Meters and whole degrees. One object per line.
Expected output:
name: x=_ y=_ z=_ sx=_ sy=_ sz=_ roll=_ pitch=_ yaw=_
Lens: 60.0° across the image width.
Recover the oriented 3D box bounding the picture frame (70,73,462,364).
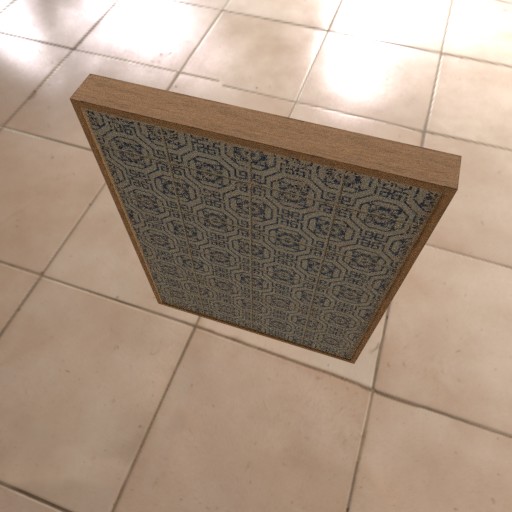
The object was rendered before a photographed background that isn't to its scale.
picture frame: x=0.000 y=0.000 z=0.693 sx=0.421 sy=0.526 sz=0.046 roll=16 pitch=60 yaw=9
